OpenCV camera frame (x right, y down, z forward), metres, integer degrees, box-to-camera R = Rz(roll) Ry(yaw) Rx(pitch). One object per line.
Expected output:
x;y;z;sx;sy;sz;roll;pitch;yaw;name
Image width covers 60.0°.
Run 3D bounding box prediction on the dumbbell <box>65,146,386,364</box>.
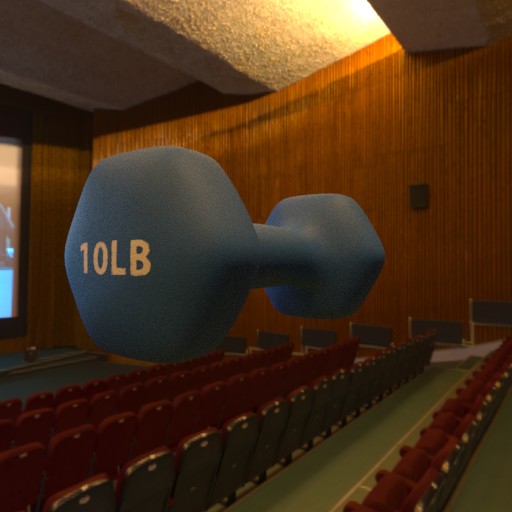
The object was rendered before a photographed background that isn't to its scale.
0.000;0.000;0.269;0.103;0.093;0.212;0;-1;35;dumbbell
